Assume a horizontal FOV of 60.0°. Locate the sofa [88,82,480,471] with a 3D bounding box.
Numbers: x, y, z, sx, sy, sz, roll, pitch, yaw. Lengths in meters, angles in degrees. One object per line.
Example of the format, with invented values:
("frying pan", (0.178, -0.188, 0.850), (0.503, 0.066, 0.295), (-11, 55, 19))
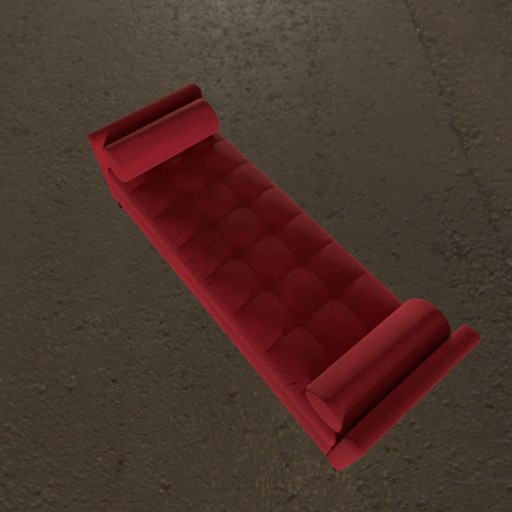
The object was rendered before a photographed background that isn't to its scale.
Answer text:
("sofa", (0.000, 0.000, 2.272), (0.686, 0.635, 1.981), (-35, 65, -19))
